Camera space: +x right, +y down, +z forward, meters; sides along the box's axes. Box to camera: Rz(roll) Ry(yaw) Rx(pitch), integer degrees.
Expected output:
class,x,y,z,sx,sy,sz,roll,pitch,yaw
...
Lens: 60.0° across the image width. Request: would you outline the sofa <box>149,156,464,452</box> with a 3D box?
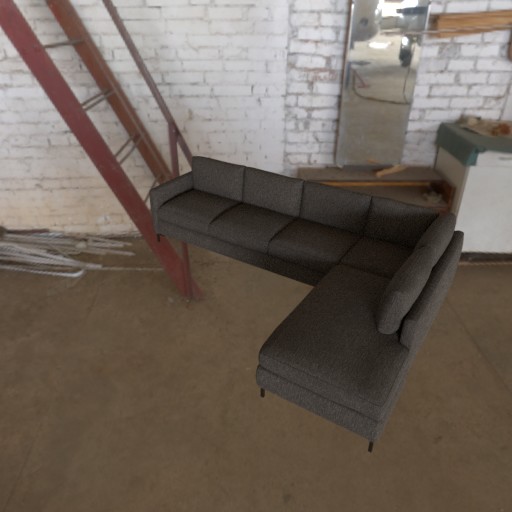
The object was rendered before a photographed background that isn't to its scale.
class,x,y,z,sx,sy,sz,roll,pitch,yaw
sofa,0.000,0.000,3.775,2.949,0.815,2.007,19,36,28
